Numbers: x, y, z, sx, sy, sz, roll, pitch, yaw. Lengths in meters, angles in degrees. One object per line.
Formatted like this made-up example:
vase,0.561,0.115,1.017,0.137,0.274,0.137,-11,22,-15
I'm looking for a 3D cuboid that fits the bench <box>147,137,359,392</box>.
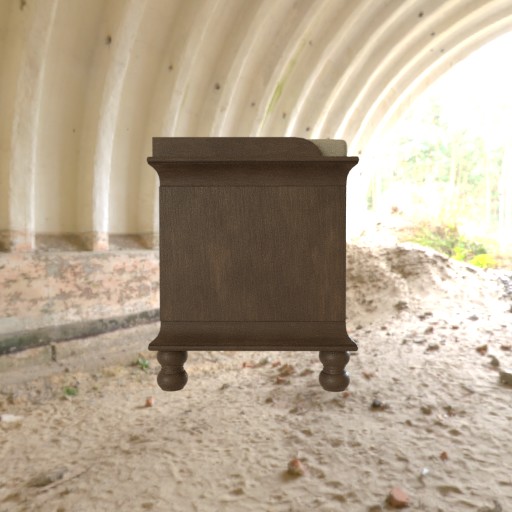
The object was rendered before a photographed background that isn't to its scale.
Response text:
bench,0.000,0.000,1.434,0.402,0.501,1.185,0,2,1
